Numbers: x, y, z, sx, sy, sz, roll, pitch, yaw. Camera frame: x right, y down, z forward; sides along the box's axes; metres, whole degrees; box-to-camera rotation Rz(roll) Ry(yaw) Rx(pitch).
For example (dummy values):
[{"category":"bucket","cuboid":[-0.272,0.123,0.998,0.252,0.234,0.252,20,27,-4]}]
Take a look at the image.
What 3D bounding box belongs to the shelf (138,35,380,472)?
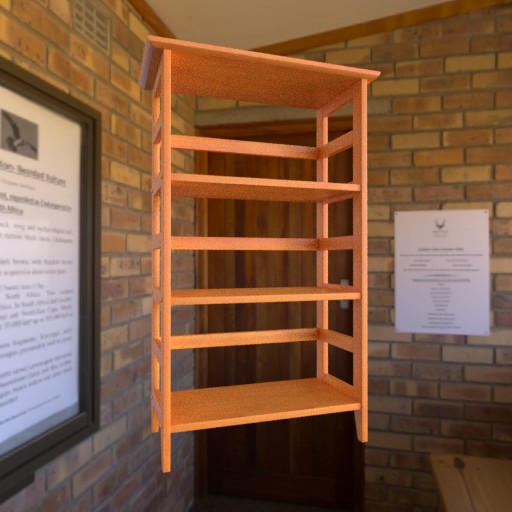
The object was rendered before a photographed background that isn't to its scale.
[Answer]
[{"category":"shelf","cuboid":[0.000,0.000,1.319,0.660,1.067,0.305,0,0,-19]}]
